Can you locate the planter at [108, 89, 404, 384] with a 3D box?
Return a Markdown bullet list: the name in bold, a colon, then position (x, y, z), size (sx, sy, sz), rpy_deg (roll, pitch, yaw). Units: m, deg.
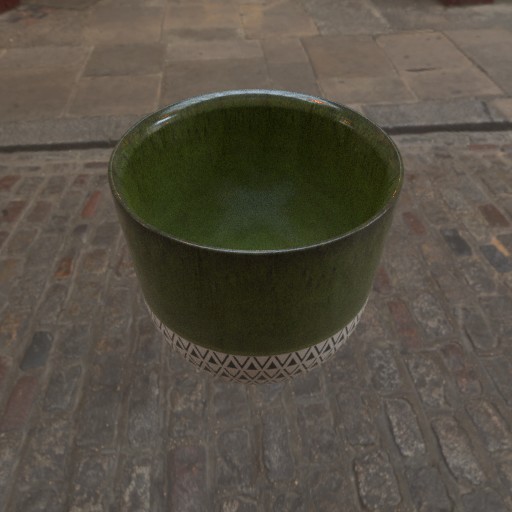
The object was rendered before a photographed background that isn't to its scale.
- **planter**: position (0.000, 0.000, 0.502), size (0.266, 0.270, 0.266), rpy_deg (0, 45, 0)
